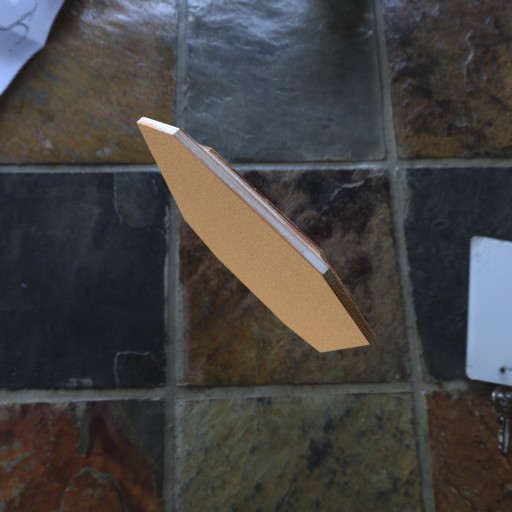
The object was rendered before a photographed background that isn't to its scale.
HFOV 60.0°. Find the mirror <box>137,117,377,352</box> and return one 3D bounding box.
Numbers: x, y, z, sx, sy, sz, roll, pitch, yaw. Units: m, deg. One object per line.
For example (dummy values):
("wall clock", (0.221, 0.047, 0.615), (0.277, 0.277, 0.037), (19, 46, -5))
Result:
("mirror", (0.000, 0.000, 1.308), (0.709, 1.015, 0.061), (44, 80, 10))
